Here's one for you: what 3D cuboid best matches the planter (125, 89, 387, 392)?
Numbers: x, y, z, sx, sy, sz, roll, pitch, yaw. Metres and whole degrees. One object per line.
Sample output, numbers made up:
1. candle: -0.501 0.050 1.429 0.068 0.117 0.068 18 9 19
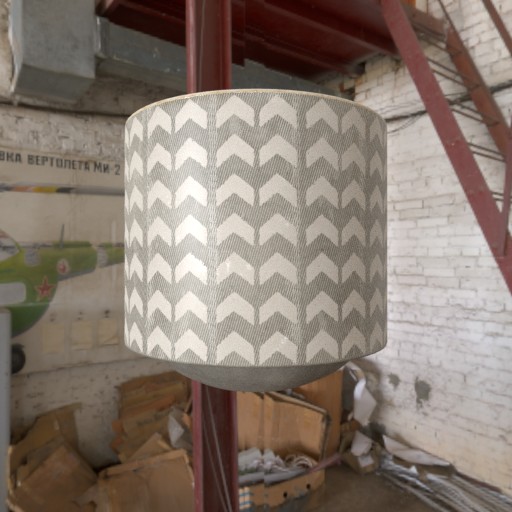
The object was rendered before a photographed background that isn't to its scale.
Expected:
1. planter: 0.000 0.000 0.335 0.190 0.181 0.190 0 0 0
